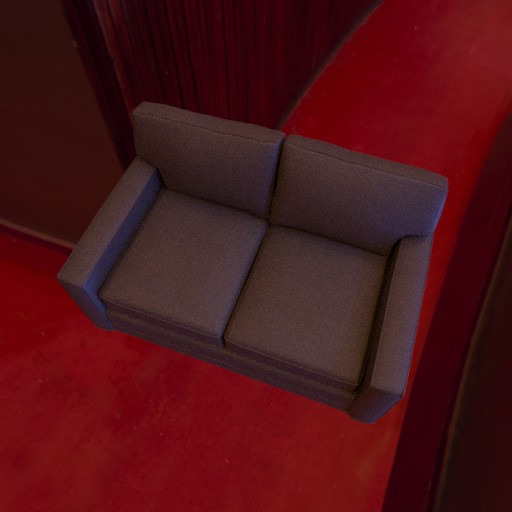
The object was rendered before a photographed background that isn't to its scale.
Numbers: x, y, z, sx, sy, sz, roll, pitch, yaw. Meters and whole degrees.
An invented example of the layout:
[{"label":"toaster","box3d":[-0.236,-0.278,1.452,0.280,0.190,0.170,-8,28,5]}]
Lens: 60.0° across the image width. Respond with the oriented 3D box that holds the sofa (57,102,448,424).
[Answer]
[{"label":"sofa","box3d":[0.000,0.000,2.138,1.534,0.887,0.974,17,60,10]}]
